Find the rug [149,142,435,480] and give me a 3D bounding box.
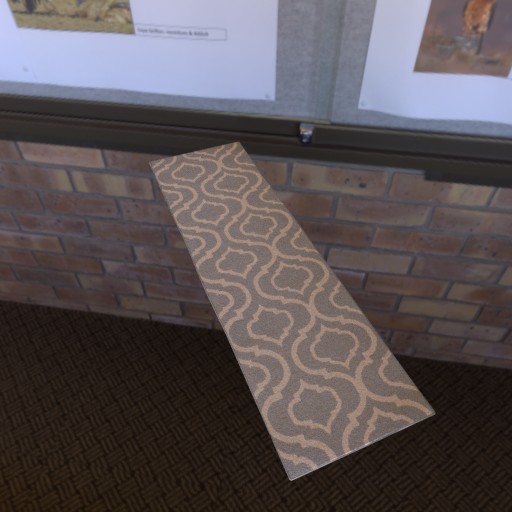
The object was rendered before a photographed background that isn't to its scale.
[{"bbox_3d":[0.000,0.000,2.495,0.684,0.009,2.275,-17,49,-16],"label":"rug"}]
